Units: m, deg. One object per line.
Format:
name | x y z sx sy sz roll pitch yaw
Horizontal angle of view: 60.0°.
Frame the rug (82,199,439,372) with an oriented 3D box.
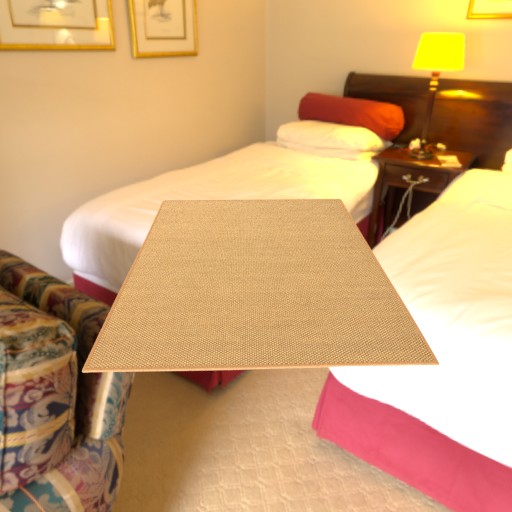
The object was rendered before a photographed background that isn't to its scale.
rug | 0.000 0.000 2.825 1.524 0.013 2.134 -1 27 -1
